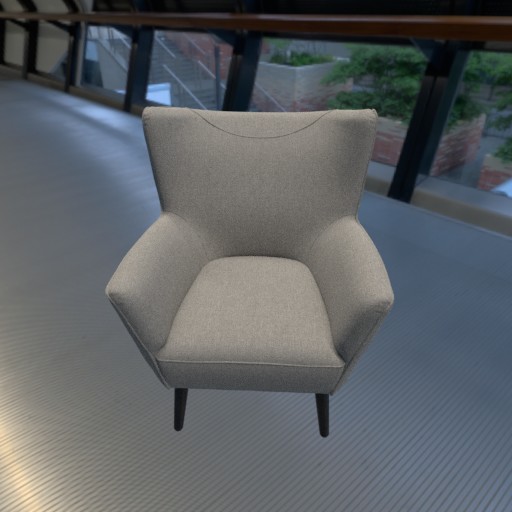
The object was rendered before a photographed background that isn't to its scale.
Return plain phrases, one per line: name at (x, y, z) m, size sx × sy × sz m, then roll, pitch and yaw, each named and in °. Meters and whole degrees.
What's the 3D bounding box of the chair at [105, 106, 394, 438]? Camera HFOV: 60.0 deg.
chair at (0.000, 0.000, 1.556) m, size 0.781 × 0.933 × 0.888 m, roll 1°, pitch 30°, yaw 2°
